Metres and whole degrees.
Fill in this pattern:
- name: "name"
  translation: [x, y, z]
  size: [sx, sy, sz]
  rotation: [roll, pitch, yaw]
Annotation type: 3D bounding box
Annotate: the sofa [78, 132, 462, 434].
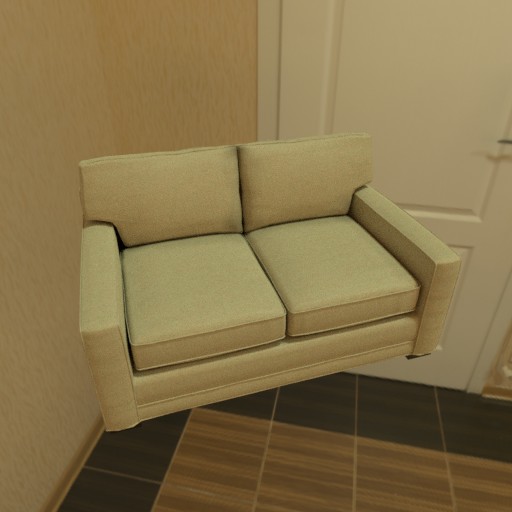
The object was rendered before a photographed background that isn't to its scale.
- name: "sofa"
  translation: [0.000, 0.000, 2.038]
  size: [1.484, 0.853, 0.942]
  rotation: [-9, 34, -14]
